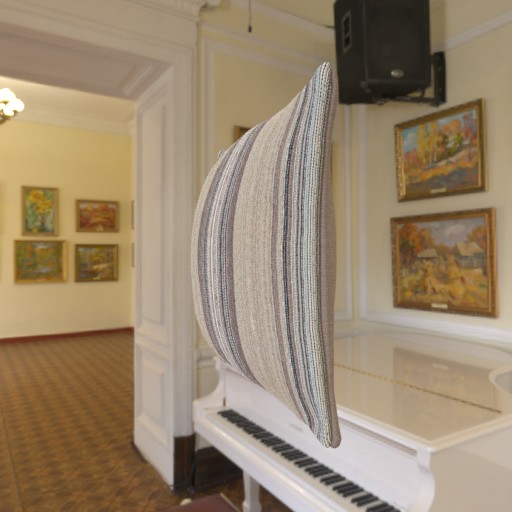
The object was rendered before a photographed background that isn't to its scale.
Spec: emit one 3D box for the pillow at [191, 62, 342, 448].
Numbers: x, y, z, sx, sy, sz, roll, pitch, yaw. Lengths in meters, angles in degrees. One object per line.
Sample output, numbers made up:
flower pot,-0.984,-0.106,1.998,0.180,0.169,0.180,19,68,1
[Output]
pillow,0.000,0.000,0.670,0.189,0.416,0.435,0,0,-20
